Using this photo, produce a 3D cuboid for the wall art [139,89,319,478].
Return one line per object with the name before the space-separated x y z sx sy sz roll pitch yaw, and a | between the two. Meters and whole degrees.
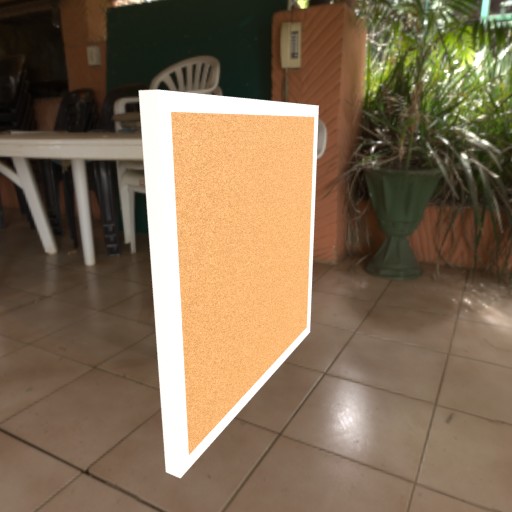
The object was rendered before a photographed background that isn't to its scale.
wall art | 0.000 0.000 1.150 0.038 0.762 0.762 8 19 26
